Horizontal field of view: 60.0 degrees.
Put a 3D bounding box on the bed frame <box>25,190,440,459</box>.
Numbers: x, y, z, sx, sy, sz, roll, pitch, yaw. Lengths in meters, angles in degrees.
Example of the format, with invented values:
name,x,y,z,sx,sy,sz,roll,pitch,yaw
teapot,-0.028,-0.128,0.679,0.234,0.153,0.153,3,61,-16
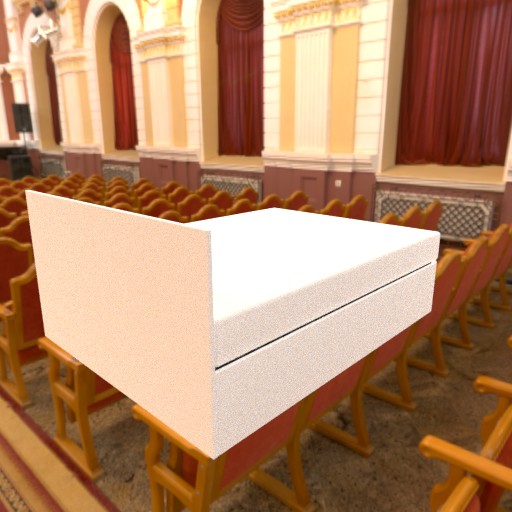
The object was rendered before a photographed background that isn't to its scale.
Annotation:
name,x,y,z,sx,sy,sz,roll,pitch,yaw
bed frame,0.000,0.000,2.538,1.400,0.800,1.900,14,21,42
